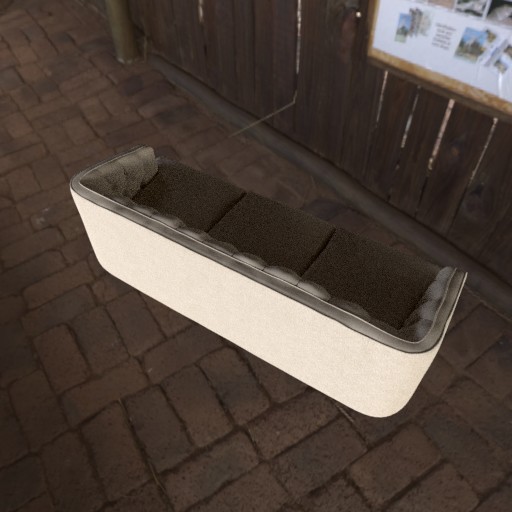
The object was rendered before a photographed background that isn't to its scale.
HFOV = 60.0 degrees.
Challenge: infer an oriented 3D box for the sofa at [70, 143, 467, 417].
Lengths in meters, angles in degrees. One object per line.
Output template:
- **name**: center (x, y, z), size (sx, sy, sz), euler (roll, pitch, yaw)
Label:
- **sofa**: center (0.000, 0.000, 2.705), size (2.235, 0.788, 0.913), euler (25, 52, 21)
